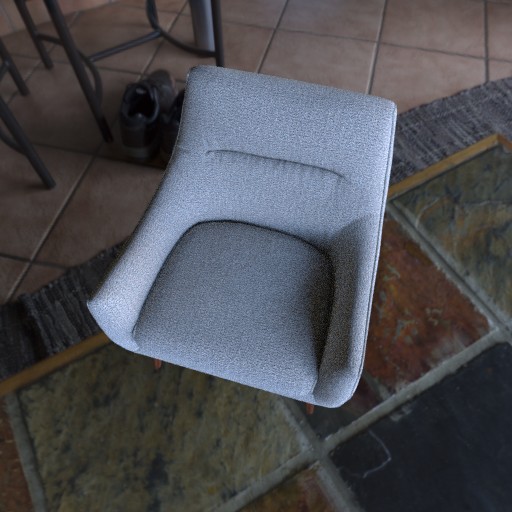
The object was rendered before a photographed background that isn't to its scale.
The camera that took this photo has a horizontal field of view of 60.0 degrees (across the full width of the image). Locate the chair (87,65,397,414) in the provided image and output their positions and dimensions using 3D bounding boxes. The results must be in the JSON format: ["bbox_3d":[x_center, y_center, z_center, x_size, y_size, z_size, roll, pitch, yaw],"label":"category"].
[{"bbox_3d":[0.000,0.000,1.447,0.762,0.838,0.787,14,59,8],"label":"chair"}]
